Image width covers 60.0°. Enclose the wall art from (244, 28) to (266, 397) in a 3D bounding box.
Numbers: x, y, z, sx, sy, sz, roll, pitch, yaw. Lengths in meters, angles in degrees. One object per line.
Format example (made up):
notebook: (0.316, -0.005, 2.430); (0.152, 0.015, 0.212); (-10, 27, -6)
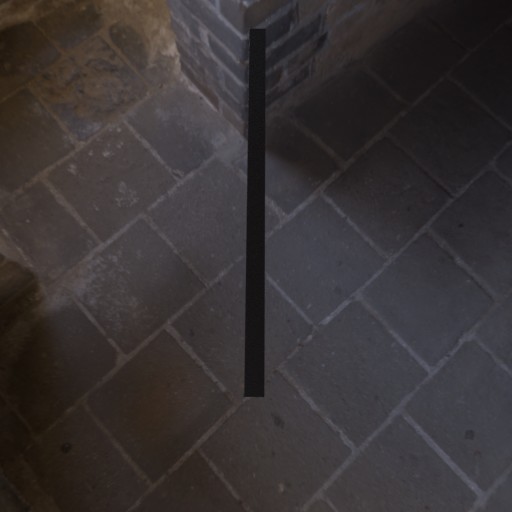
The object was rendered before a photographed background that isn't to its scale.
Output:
wall art: (0.000, 0.000, 1.431); (0.038, 1.062, 0.806); (0, 76, 0)
